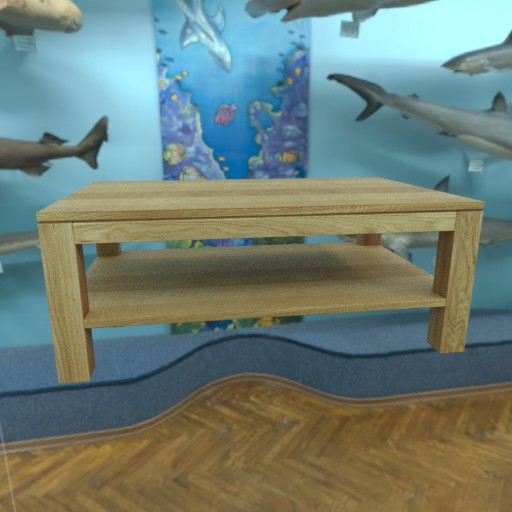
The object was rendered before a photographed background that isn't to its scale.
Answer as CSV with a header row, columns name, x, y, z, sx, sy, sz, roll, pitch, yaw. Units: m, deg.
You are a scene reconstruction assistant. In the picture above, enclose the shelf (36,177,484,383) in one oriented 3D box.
name,x,y,z,sx,sy,sz,roll,pitch,yaw
shelf,0.000,0.000,1.513,1.150,0.450,0.700,-2,16,-8
